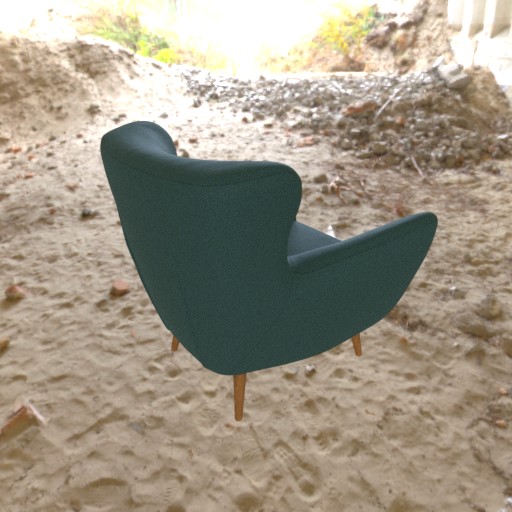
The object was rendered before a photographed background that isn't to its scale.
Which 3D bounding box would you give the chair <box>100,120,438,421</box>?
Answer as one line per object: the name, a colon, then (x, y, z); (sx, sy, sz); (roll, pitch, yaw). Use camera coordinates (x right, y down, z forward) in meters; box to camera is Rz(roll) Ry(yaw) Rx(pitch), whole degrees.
chair: (0.000, 0.000, 1.584); (0.889, 0.889, 0.890); (-18, 32, -33)
